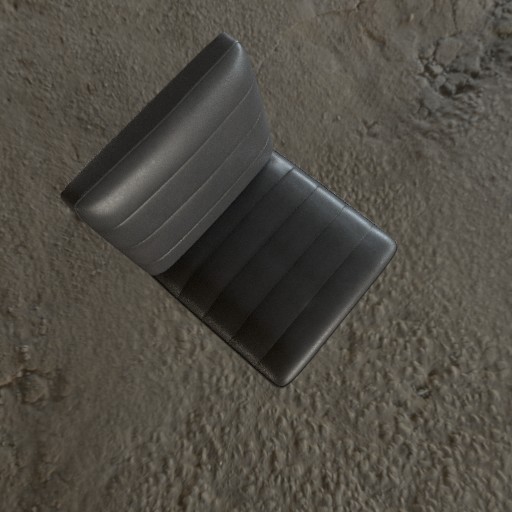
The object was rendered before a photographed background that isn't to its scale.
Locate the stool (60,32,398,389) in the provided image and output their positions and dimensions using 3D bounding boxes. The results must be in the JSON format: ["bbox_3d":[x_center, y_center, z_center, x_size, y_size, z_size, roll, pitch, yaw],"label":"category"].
[{"bbox_3d":[0.000,0.000,1.217,0.552,0.938,0.457,40,81,8],"label":"stool"}]
